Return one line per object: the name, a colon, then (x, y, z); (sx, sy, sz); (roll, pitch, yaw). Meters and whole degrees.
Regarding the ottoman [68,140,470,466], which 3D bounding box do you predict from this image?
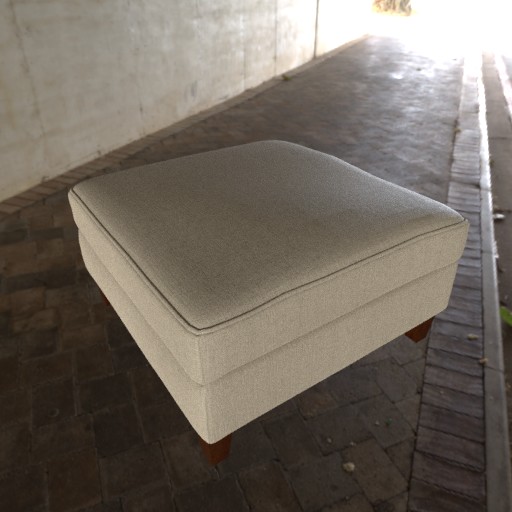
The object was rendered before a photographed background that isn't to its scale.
ottoman: (0.000, 0.000, 1.336); (0.838, 0.478, 0.838); (-20, 37, -29)
